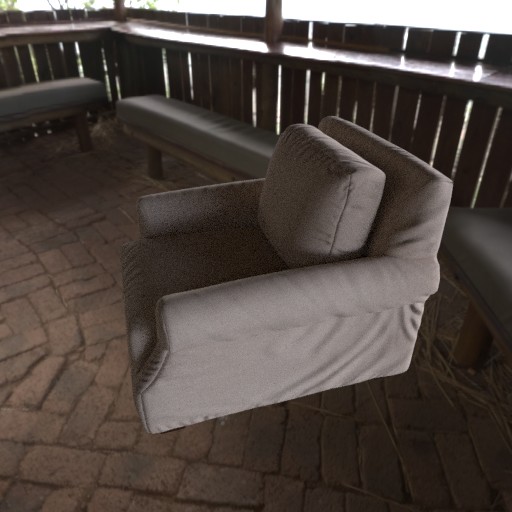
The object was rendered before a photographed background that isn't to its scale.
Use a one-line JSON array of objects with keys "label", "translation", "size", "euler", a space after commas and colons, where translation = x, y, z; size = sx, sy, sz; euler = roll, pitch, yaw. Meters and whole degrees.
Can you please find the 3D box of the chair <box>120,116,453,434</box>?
[{"label": "chair", "translation": [0.000, 0.000, 1.743], "size": [1.066, 0.866, 0.940], "euler": [-9, 33, -15]}]
